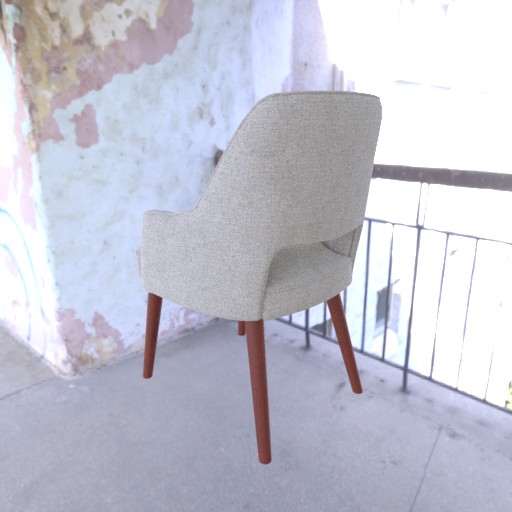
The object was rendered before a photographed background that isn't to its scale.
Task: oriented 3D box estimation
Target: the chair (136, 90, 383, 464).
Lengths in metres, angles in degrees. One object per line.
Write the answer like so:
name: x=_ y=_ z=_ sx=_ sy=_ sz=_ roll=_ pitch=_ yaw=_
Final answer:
chair: x=0.000 y=0.000 z=1.251 sx=0.548 sy=0.849 sz=0.605 roll=-16 pitch=24 yaw=-42
